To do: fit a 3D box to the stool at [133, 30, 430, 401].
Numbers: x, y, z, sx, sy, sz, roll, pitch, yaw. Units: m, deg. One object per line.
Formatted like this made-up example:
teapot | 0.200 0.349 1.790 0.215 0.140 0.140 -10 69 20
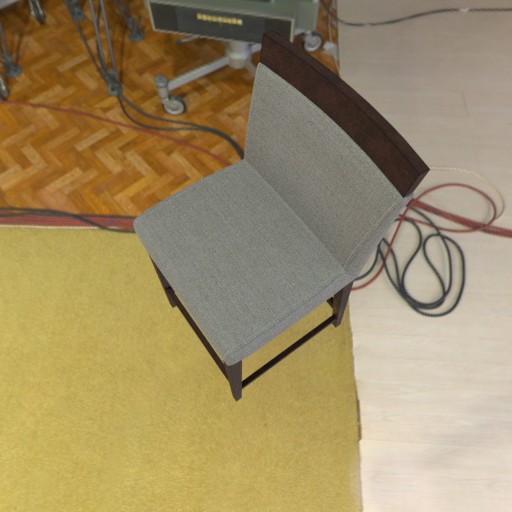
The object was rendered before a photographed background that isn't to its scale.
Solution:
stool | 0.000 0.000 1.334 0.531 1.009 0.512 -33 67 -16
